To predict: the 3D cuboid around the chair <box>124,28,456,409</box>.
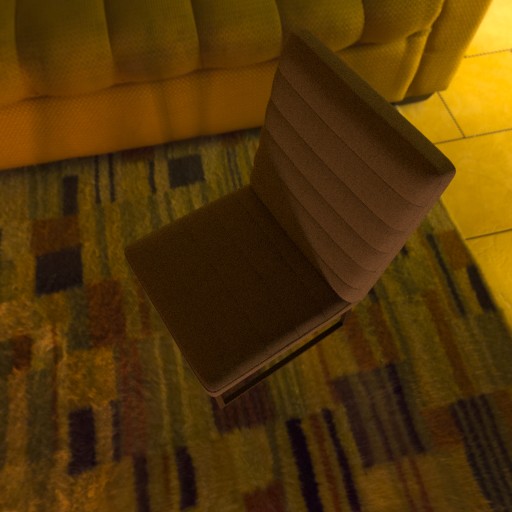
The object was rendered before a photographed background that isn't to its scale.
[{"bbox_3d":[0.000,0.000,1.276,0.634,0.930,0.520,-31,67,-14],"label":"chair"}]
